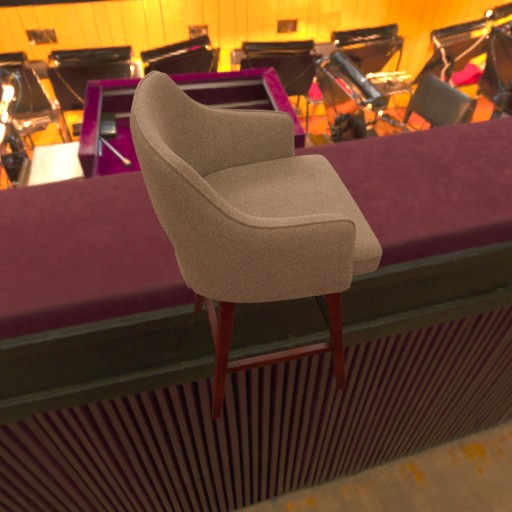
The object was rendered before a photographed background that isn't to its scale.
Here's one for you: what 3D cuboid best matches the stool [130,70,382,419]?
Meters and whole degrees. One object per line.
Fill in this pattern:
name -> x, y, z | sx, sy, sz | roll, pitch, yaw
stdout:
stool -> 0.000, 0.000, 1.330 | 0.558, 1.012, 0.548 | -10, 46, -9
